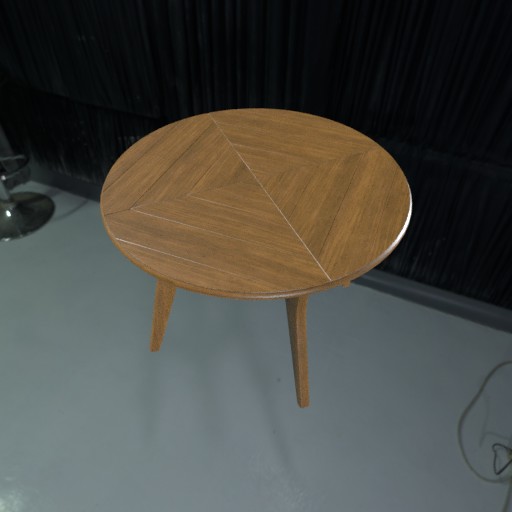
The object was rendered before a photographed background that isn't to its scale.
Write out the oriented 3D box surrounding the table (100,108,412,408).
[{"bbox_3d":[0.000,0.000,1.802,1.055,0.757,1.055,0,45,0],"label":"table"}]
